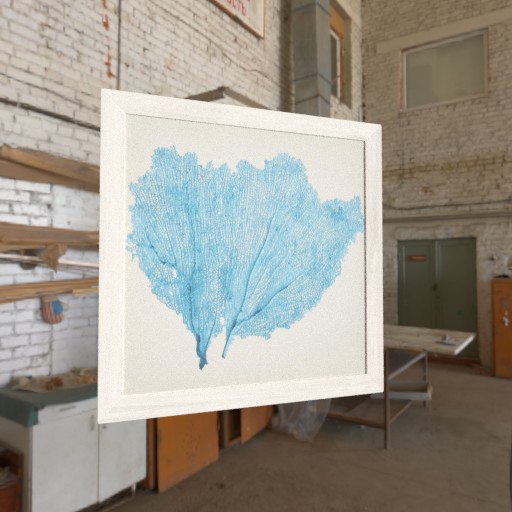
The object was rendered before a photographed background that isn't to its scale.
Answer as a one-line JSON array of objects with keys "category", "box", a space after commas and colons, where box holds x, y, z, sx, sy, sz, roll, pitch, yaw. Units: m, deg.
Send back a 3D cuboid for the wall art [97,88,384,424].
[{"category": "wall art", "box": [0.000, 0.000, 0.875, 0.584, 0.584, 0.013, 1, -2, -20]}]
